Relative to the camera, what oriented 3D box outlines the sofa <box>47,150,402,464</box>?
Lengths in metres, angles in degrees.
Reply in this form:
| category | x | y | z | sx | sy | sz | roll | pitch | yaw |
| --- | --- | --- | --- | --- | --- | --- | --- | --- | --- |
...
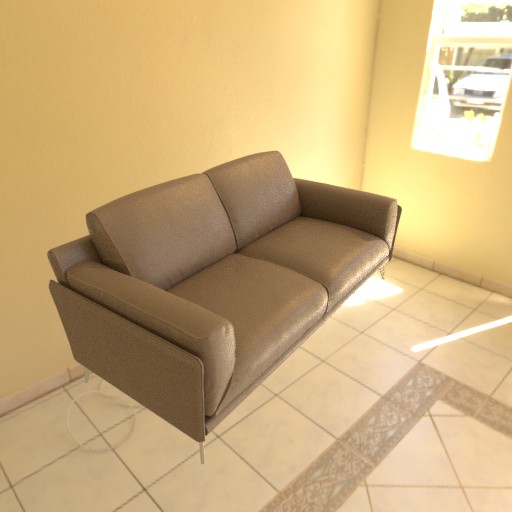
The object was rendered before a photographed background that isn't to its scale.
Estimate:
| category | x | y | z | sx | sy | sz | roll | pitch | yaw |
| --- | --- | --- | --- | --- | --- | --- | --- | --- | --- |
| sofa | 0.000 | 0.000 | 2.694 | 1.049 | 0.930 | 2.101 | 18 | 32 | 32 |
